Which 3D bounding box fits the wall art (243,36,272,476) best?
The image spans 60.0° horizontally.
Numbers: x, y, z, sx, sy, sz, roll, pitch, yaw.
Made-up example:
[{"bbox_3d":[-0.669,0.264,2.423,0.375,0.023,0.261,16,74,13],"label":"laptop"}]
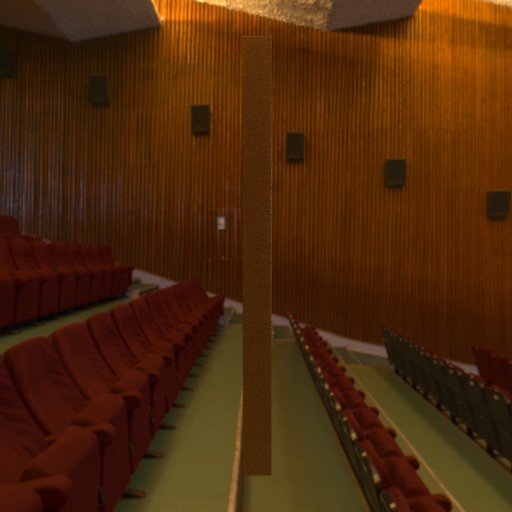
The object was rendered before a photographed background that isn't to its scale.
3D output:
[{"bbox_3d":[0.000,0.000,0.768,0.033,0.509,0.510,0,0,0],"label":"wall art"}]
